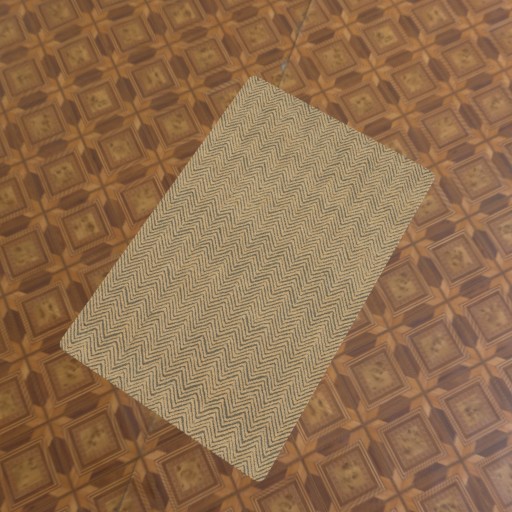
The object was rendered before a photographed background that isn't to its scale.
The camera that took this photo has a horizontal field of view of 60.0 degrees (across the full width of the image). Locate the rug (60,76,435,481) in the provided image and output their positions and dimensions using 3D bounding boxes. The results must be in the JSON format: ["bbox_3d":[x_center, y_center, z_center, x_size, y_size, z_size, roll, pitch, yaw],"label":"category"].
[{"bbox_3d":[0.000,0.000,2.218,1.144,0.008,1.752,31,78,7],"label":"rug"}]
